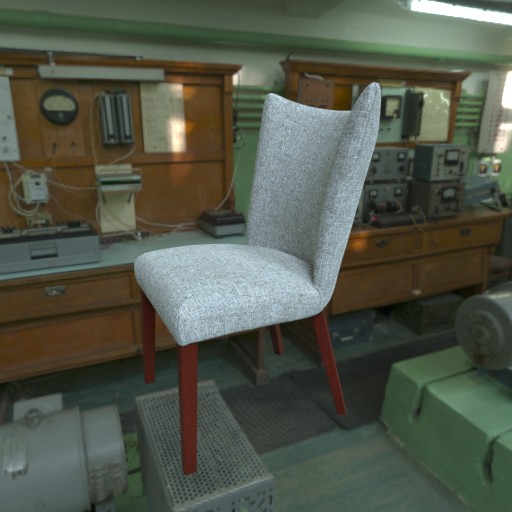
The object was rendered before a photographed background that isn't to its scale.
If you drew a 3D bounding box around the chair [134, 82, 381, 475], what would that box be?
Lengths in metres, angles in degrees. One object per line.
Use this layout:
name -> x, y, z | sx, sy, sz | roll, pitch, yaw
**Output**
chair -> 0.000, 0.000, 1.289 | 0.623, 0.924, 0.535 | -8, 19, -25
